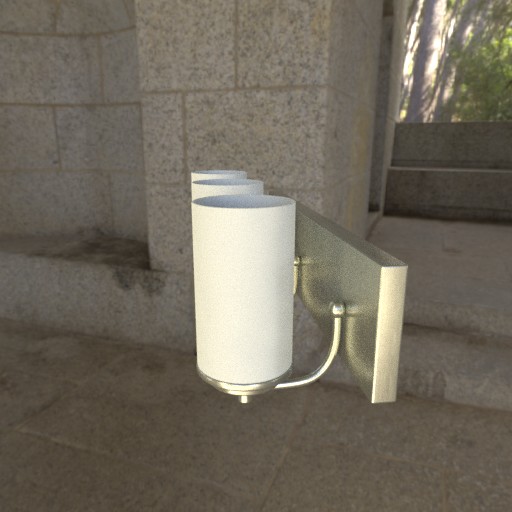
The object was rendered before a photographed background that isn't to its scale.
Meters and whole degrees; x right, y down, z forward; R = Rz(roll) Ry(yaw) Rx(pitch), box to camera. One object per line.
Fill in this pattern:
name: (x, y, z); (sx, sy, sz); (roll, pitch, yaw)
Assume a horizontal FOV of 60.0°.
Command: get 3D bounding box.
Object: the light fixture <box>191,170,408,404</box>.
light fixture: (0.000, 0.000, 0.517); (0.145, 0.172, 0.451); (-2, 15, -8)
